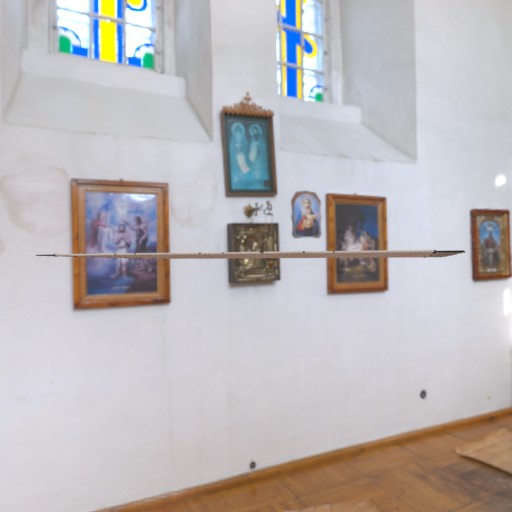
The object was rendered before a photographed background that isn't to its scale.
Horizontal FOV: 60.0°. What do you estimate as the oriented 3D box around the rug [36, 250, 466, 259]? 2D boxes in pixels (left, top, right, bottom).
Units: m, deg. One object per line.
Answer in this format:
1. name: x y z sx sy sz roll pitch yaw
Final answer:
1. rug: 0.000 0.000 3.357 2.755 0.021 1.524 0 -1 19
